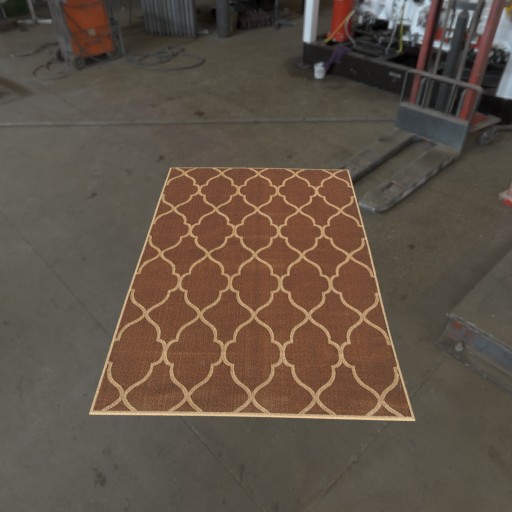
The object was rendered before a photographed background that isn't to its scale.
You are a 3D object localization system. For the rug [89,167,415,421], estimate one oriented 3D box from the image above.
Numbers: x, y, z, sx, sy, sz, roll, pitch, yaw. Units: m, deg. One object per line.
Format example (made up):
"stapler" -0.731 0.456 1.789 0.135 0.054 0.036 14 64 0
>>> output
"rug" 0.000 0.000 2.919 1.526 0.014 2.290 1 41 1
